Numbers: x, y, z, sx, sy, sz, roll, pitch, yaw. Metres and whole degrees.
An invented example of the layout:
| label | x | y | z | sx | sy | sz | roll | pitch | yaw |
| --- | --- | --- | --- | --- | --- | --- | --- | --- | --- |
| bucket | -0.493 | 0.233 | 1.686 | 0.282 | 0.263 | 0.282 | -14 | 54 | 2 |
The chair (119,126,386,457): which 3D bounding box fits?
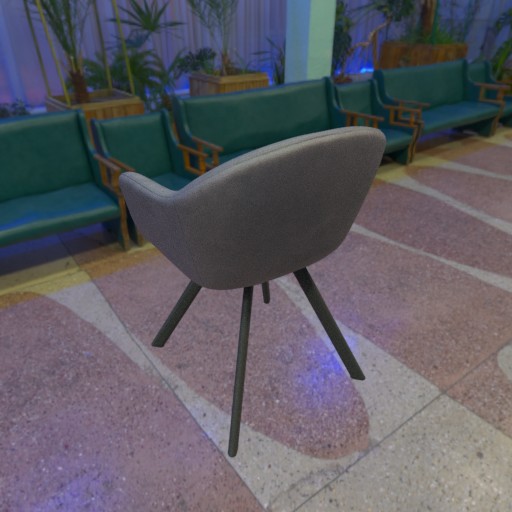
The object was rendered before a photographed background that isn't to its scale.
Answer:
| label | x | y | z | sx | sy | sz | roll | pitch | yaw |
| --- | --- | --- | --- | --- | --- | --- | --- | --- | --- |
| chair | 0.000 | 0.000 | 1.199 | 0.567 | 0.781 | 0.544 | -19 | 35 | -29 |
